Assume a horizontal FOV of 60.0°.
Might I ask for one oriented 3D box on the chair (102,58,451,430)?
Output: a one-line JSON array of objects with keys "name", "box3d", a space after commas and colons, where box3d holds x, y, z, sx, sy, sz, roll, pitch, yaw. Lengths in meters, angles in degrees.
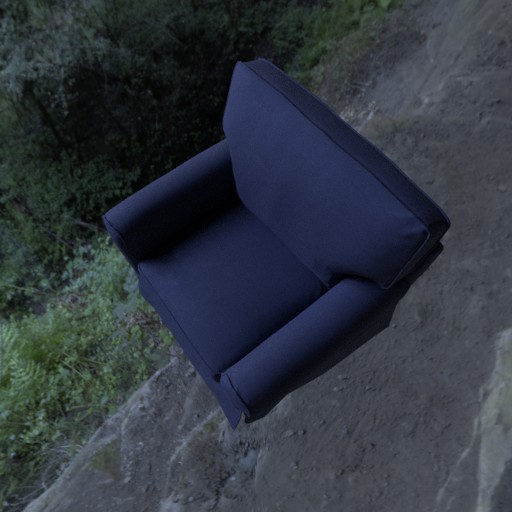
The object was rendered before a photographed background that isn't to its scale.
[{"name": "chair", "box3d": [0.000, 0.000, 1.964, 1.002, 1.140, 1.119, -35, 68, -16]}]
